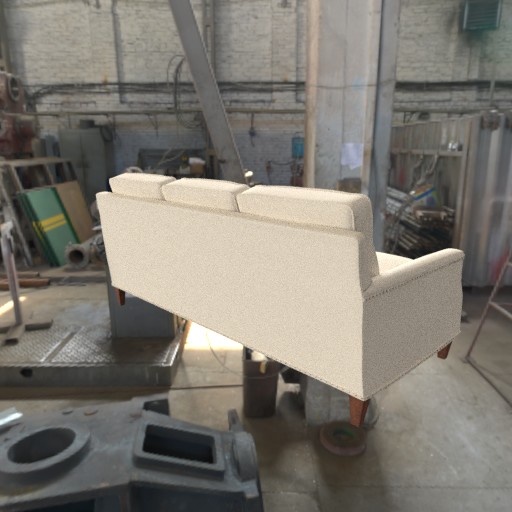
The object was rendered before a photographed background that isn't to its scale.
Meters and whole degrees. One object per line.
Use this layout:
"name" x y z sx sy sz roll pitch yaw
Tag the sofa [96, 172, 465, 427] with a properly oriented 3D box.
"sofa" 0.000 0.000 2.833 1.084 1.003 2.246 -14 20 -43
